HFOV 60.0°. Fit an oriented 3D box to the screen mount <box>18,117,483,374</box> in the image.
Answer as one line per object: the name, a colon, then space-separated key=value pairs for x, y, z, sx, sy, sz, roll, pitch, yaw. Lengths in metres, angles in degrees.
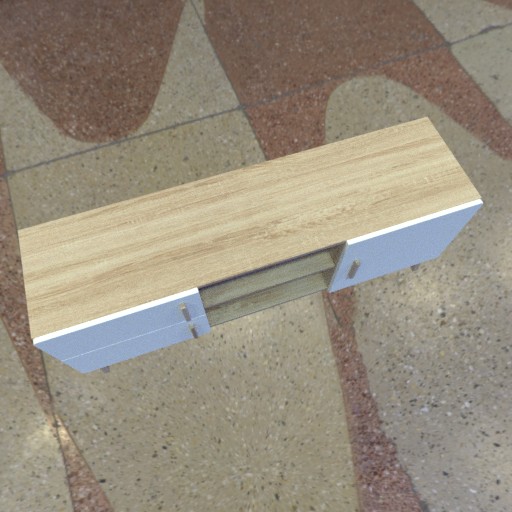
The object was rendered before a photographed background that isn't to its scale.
screen mount: x=0.000 y=0.000 z=1.721 sx=1.500 sy=0.570 sz=0.420 roll=-17 pitch=65 yaw=-8
